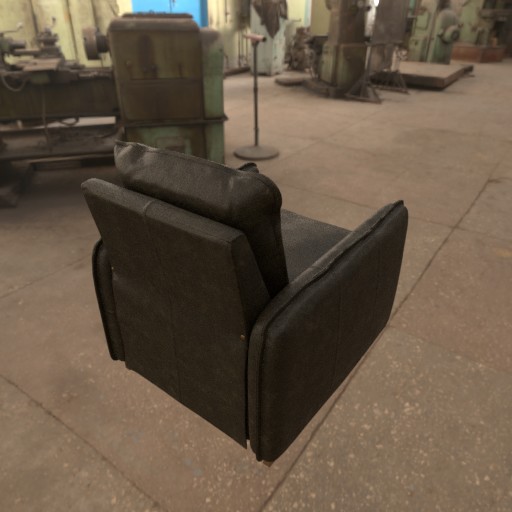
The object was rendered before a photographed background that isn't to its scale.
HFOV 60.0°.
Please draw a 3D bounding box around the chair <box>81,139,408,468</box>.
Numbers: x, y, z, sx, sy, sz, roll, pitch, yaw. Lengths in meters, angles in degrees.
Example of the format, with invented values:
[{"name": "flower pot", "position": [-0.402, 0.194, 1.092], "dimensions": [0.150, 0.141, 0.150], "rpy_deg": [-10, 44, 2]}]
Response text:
[{"name": "chair", "position": [0.000, 0.000, 1.604], "dimensions": [0.830, 0.921, 0.921], "rpy_deg": [21, 37, 32]}]
